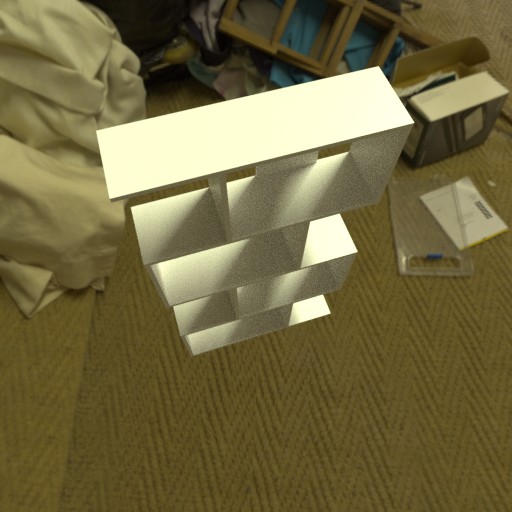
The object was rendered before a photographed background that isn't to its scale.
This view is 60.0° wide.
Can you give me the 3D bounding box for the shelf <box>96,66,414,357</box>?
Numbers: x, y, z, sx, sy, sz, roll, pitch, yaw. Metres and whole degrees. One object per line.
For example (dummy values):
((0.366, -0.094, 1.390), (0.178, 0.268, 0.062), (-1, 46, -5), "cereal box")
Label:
((0.000, 0.000, 2.020), (0.890, 1.650, 0.250), (-16, 64, -8), "shelf")
